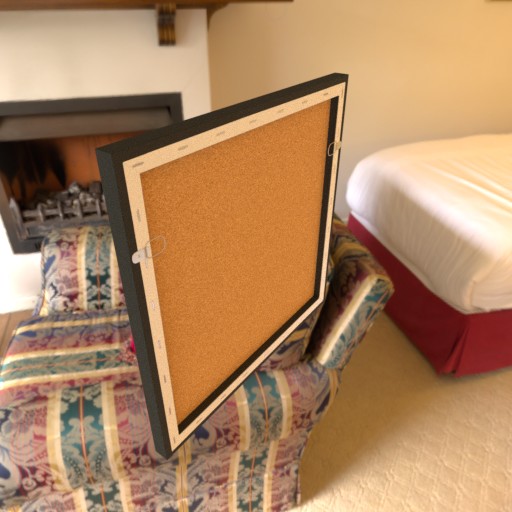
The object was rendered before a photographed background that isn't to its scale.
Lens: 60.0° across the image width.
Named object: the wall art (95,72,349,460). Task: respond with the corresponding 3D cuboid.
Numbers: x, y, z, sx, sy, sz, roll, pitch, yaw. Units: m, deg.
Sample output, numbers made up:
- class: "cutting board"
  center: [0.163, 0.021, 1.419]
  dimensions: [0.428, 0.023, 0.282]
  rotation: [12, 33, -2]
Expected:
- class: "wall art"
  center: [0.000, 0.000, 1.121]
  dimensions: [0.044, 0.758, 0.758]
  rotation: [22, 39, 30]
